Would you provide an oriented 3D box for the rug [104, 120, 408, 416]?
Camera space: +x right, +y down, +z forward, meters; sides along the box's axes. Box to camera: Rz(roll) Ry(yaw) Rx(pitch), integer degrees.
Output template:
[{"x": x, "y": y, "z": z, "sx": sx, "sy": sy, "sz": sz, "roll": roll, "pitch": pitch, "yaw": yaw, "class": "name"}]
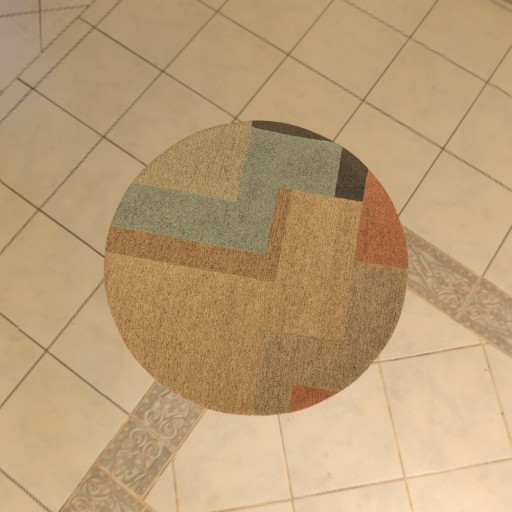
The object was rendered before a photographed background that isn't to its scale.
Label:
[{"x": 0.000, "y": 0.000, "z": 3.587, "sx": 2.461, "sy": 0.033, "sz": 2.461, "roll": 0, "pitch": 75, "yaw": 0, "class": "rug"}]
